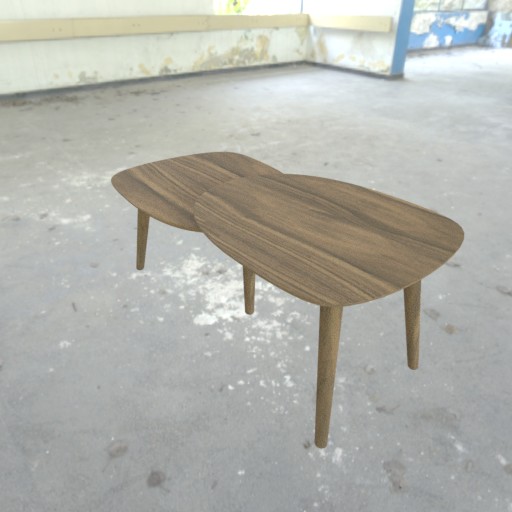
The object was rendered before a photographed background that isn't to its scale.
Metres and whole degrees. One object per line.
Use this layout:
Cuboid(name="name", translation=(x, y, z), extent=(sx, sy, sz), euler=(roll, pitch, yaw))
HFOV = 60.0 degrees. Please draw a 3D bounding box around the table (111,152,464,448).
Cuboid(name="table", translation=(0.000, 0.000, 1.330), extent=(0.527, 0.429, 1.084), euler=(-21, 37, -31))
